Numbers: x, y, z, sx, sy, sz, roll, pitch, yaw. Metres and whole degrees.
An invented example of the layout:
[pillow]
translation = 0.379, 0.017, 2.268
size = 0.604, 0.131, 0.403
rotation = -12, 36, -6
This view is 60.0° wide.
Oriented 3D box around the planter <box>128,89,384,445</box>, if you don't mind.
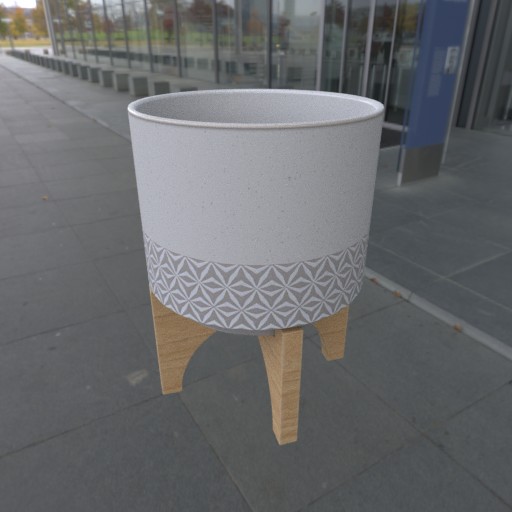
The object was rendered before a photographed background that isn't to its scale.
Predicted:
[planter]
translation = 0.000, 0.000, 0.393
size = 0.188, 0.260, 0.188
rotation = 0, 26, 0
